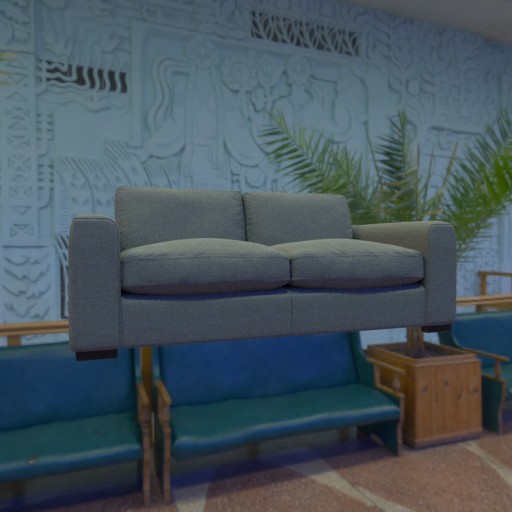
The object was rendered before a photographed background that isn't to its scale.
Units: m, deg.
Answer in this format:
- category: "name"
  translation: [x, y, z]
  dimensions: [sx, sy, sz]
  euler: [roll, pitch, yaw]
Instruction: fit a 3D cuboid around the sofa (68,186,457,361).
- category: "sofa"
  translation: [0.000, 0.000, 2.512]
  dimensions: [1.920, 0.800, 1.069]
  euler: [-1, 2, -19]
